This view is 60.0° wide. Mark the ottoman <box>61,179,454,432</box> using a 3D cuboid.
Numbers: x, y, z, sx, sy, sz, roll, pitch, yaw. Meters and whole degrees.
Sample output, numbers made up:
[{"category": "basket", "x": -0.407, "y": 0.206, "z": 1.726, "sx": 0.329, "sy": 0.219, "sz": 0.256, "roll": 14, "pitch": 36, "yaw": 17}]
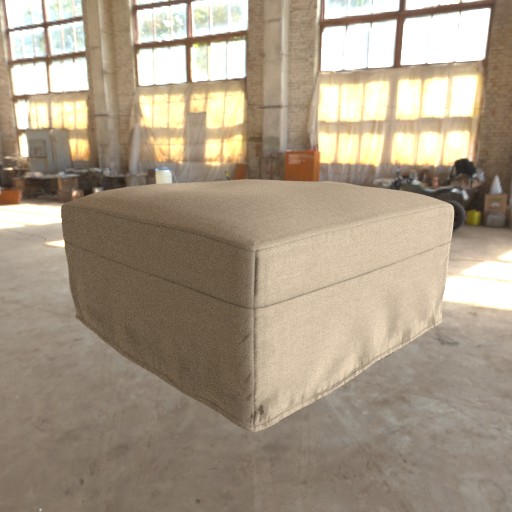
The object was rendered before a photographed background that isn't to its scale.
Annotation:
[{"category": "ottoman", "x": 0.000, "y": 0.000, "z": 1.327, "sx": 0.840, "sy": 0.436, "sz": 0.843, "roll": -13, "pitch": 19, "yaw": -43}]
